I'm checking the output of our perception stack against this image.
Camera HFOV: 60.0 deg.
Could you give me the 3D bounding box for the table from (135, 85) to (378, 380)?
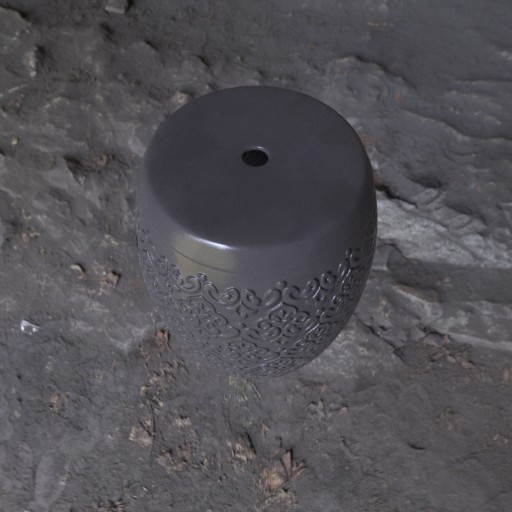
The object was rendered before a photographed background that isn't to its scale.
[{"bbox_3d":[0.000,0.000,0.626,0.309,0.397,0.309,0,58,0],"label":"table"}]
